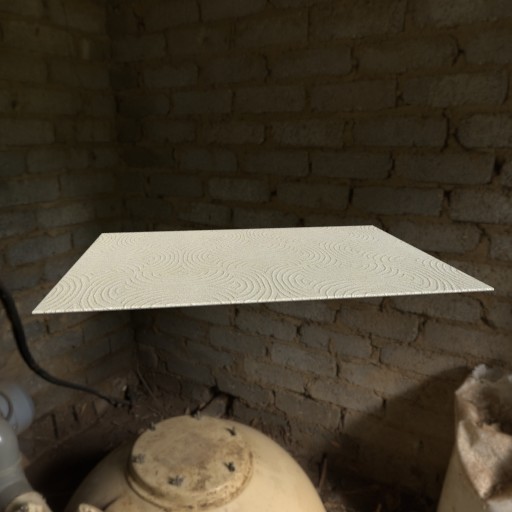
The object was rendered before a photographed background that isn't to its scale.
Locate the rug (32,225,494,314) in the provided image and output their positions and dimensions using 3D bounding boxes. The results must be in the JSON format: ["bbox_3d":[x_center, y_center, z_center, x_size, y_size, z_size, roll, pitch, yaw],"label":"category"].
[{"bbox_3d":[0.000,0.000,2.746,2.132,0.015,1.526,-2,16,-8],"label":"rug"}]
